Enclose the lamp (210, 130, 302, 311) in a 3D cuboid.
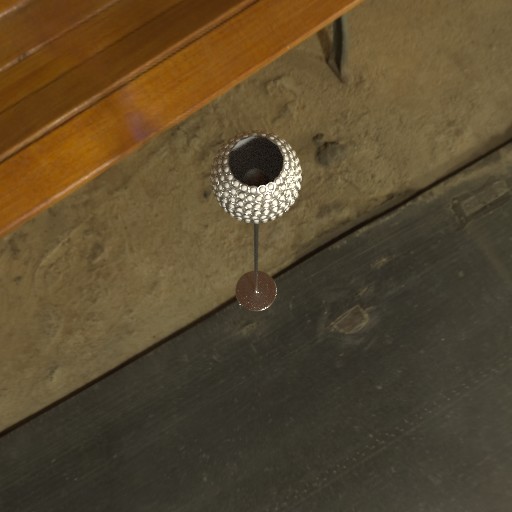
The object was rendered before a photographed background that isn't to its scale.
[{"bbox_3d":[0.000,0.000,1.896,0.254,1.805,0.254,0,76,0],"label":"lamp"}]
